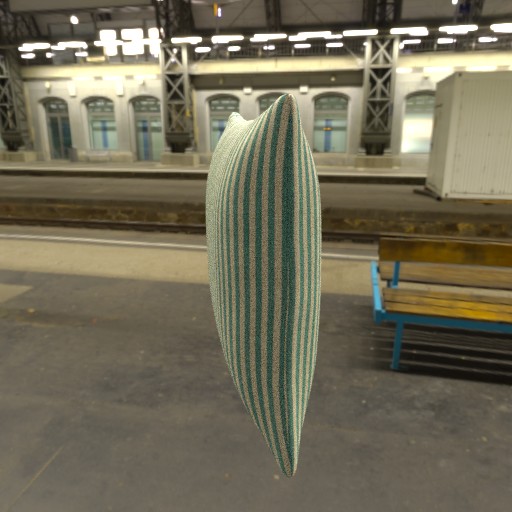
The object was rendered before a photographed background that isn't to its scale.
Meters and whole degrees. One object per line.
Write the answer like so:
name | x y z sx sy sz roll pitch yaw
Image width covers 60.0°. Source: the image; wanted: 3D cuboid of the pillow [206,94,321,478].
pillow | 0.000 0.000 0.793 0.166 0.510 0.523 -3 16 -9
